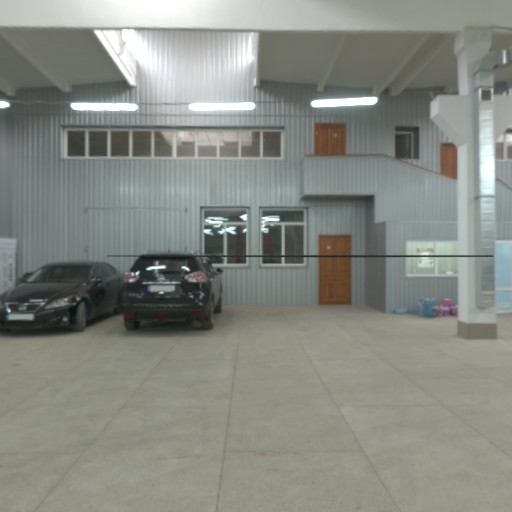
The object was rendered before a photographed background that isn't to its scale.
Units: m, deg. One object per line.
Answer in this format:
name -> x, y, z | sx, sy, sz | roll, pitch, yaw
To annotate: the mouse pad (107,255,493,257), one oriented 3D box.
mouse pad -> 0.000, 0.000, 1.037 | 0.424, 0.003, 0.907 | 0, 0, -36
